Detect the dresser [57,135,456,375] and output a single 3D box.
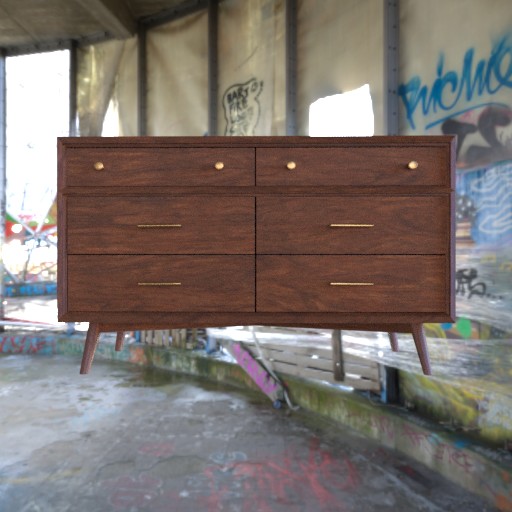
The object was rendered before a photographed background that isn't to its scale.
[{"bbox_3d":[0.000,0.000,1.865,1.472,0.889,0.500,0,0,1],"label":"dresser"}]
